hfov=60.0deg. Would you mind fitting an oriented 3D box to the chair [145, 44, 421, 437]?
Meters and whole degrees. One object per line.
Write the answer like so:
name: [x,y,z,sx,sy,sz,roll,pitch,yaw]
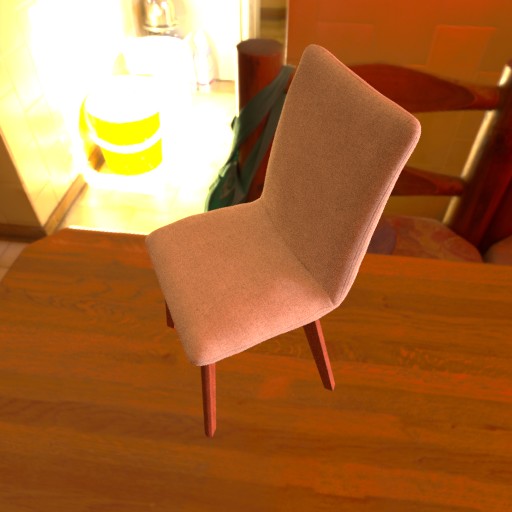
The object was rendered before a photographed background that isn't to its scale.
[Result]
chair: [0.000,0.000,1.284,0.563,0.974,0.522,-17,48,-16]
